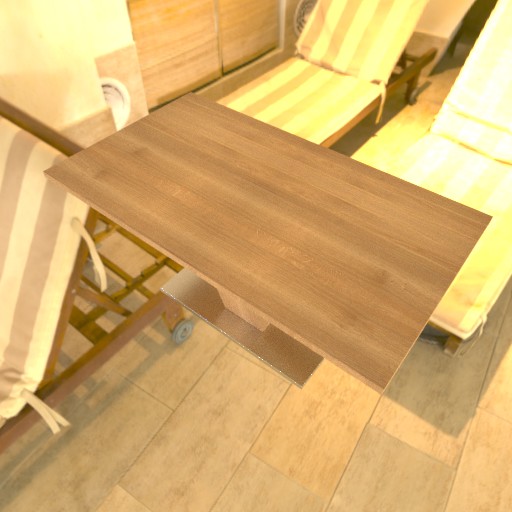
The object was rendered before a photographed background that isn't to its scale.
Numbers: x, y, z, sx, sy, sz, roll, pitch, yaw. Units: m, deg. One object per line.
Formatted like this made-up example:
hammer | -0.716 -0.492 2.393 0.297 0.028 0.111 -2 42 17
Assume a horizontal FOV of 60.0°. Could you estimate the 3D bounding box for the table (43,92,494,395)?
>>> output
table | 0.000 0.000 2.062 1.600 0.750 0.900 30 54 25
